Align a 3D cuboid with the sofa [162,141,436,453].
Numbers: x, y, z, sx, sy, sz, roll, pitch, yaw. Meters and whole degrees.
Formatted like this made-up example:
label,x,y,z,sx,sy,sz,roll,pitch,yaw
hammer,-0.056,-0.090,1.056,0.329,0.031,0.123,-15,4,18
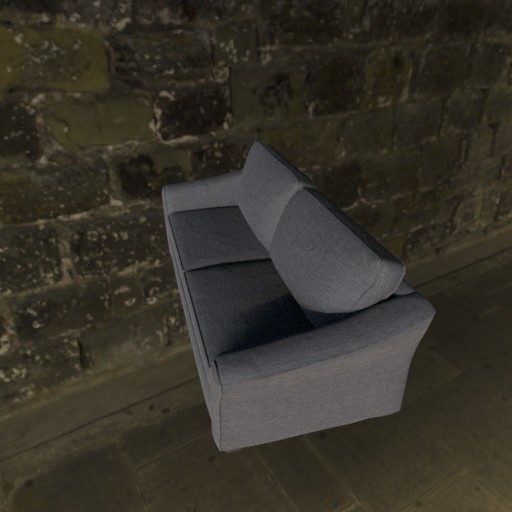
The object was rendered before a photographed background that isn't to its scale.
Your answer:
label,x,y,z,sx,sy,sz,roll,pitch,yaw
sofa,0.000,0.000,2.818,0.971,0.950,2.270,-8,31,-14
